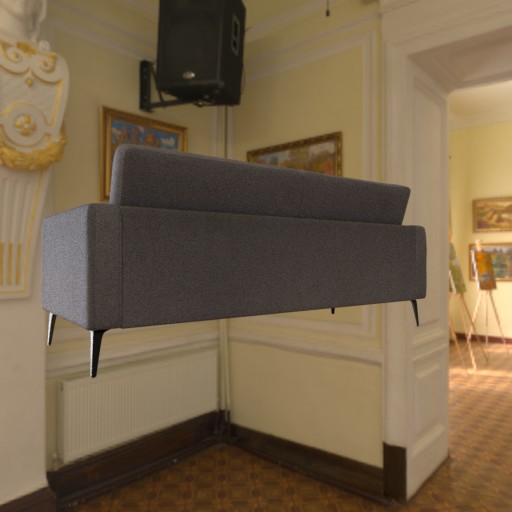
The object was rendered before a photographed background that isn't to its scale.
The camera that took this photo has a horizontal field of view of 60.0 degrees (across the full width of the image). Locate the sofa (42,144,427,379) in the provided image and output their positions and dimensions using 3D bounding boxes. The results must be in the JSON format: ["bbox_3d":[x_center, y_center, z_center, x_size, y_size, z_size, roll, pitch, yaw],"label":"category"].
[{"bbox_3d":[0.000,0.000,2.321,1.925,0.828,0.774,0,0,-36],"label":"sofa"}]
